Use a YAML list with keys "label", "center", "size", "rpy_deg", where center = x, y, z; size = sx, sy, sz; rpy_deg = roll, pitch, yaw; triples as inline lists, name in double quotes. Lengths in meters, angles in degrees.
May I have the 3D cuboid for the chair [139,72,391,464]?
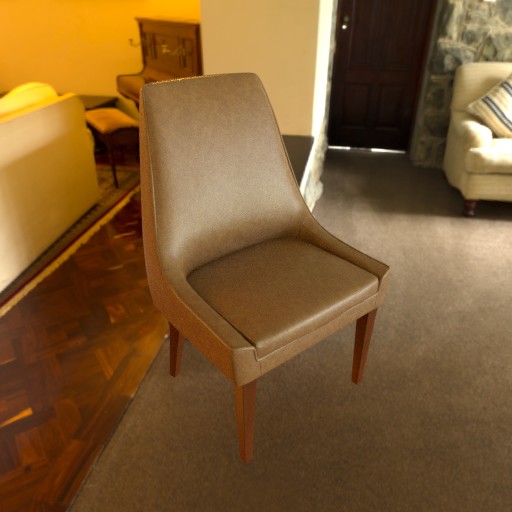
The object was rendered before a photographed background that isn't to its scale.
- label: "chair"
  center: [0.000, 0.000, 1.206]
  size: [0.529, 0.861, 0.544]
  rpy_deg: [-22, 36, -33]
